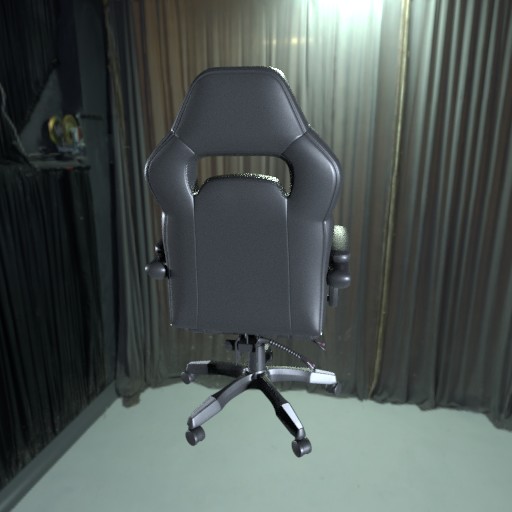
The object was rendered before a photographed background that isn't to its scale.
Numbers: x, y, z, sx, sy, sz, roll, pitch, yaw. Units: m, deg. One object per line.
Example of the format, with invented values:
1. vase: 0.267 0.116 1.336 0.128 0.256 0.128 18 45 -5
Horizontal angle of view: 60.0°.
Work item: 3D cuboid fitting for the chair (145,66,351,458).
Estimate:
1. chair: 0.000 0.000 1.609 0.676 1.200 0.700 2 16 8
